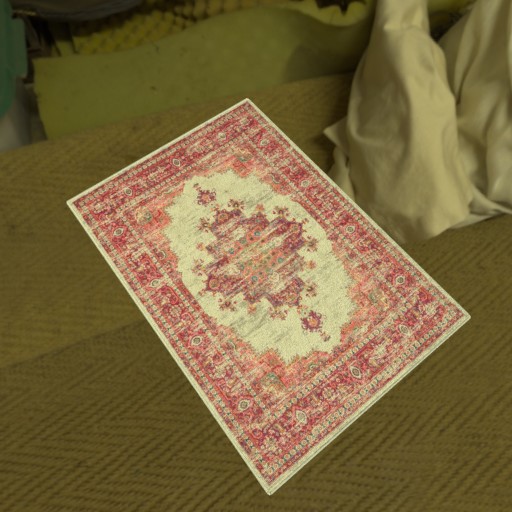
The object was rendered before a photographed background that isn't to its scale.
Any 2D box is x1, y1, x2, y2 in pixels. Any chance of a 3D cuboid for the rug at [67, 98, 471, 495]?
[{"bbox_3d":[0.000,0.000,2.227,1.217,0.011,1.747,-35,69,-15],"label":"rug"}]
